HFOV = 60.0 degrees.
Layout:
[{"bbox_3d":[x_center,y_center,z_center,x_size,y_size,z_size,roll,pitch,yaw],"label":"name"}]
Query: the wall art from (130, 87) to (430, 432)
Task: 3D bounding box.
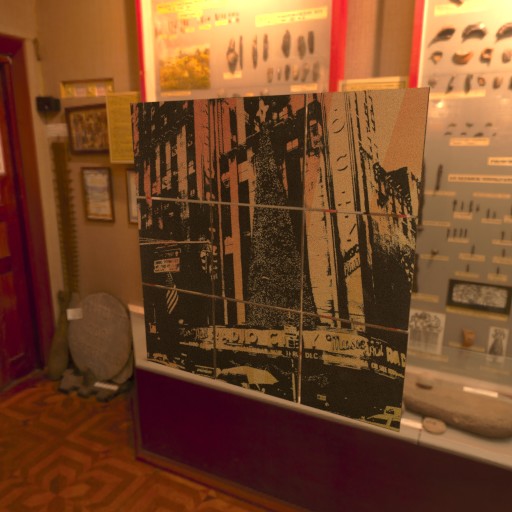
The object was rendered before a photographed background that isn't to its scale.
[{"bbox_3d":[0.000,0.000,1.787,1.216,1.216,0.013,7,16,27],"label":"wall art"}]
